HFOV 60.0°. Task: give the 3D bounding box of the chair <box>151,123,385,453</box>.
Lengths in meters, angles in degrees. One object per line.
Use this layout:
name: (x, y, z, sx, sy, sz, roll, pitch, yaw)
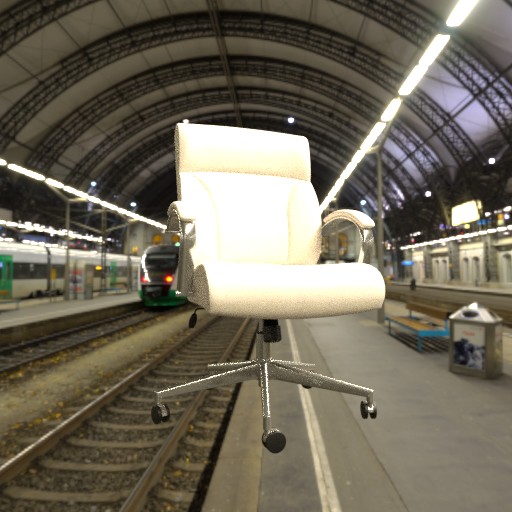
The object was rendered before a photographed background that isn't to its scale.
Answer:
chair: (0.000, 0.000, 1.592, 0.727, 1.099, 0.745, 1, -2, -19)
